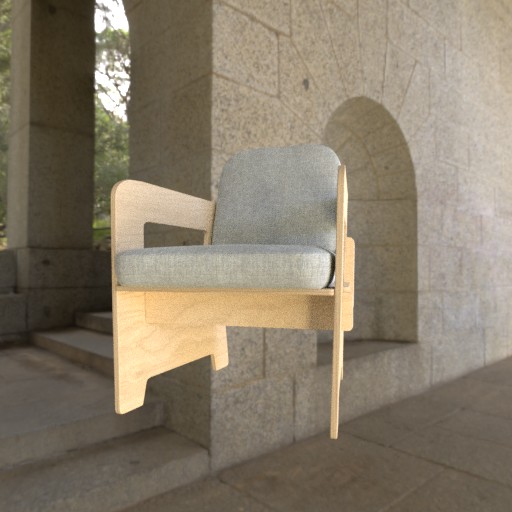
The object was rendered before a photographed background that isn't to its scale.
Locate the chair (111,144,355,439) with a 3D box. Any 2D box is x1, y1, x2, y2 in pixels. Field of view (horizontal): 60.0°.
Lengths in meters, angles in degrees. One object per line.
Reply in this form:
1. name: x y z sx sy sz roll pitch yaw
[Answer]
1. chair: 0.000 0.000 1.307 0.590 0.800 0.710 0 -1 17
